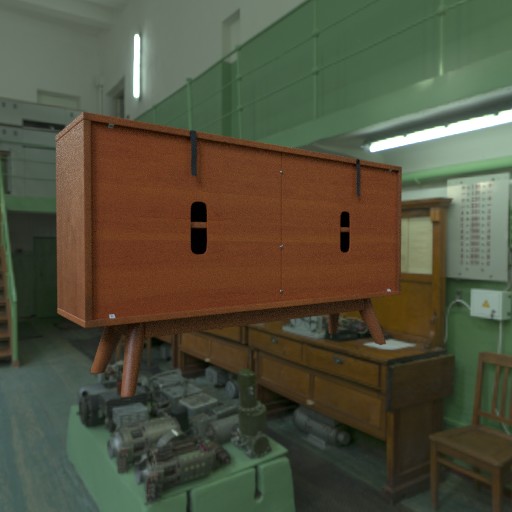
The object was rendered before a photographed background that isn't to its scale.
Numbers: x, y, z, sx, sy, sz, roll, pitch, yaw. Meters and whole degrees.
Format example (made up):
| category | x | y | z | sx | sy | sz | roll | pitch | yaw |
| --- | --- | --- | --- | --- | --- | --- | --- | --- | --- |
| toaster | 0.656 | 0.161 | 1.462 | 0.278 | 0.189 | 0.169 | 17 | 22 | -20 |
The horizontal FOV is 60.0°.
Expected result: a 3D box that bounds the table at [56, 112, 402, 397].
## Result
| category | x | y | z | sx | sy | sz | roll | pitch | yaw |
| --- | --- | --- | --- | --- | --- | --- | --- | --- | --- |
| table | 0.000 | 0.000 | 1.523 | 1.220 | 0.698 | 0.308 | -1 | 2 | -36 |
